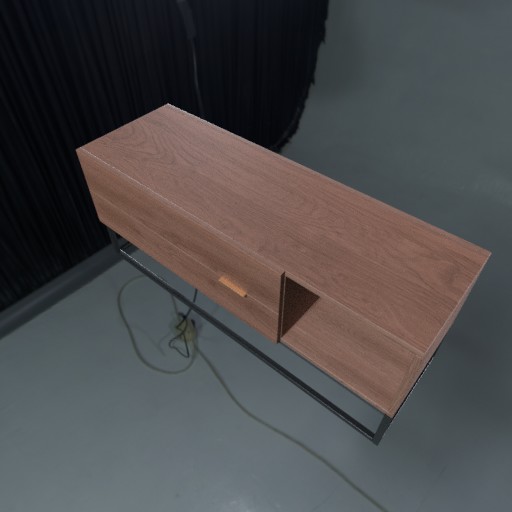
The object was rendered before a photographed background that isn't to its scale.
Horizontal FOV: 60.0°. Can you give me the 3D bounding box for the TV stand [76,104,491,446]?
[{"bbox_3d":[0.000,0.000,1.452,1.200,0.500,0.415,31,54,26],"label":"TV stand"}]
